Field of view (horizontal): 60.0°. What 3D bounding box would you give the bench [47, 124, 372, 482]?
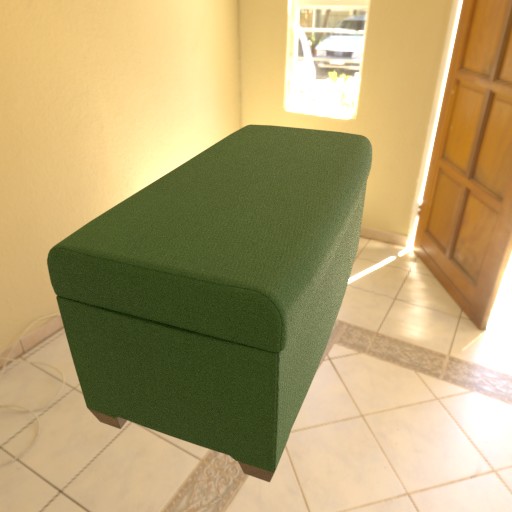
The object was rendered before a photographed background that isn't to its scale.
[{"bbox_3d":[0.000,0.000,1.237,0.505,0.501,0.989,11,32,18],"label":"bench"}]
